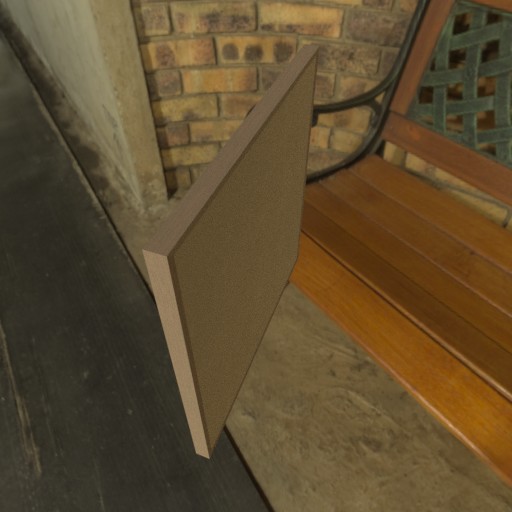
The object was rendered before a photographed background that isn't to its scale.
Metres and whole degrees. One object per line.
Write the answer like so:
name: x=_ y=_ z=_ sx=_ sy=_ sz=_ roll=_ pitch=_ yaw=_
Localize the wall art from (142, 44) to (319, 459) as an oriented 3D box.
wall art: x=0.000 y=0.000 z=1.119 sx=0.038 sy=0.758 sz=0.761 roll=16 pitch=48 yaw=14
